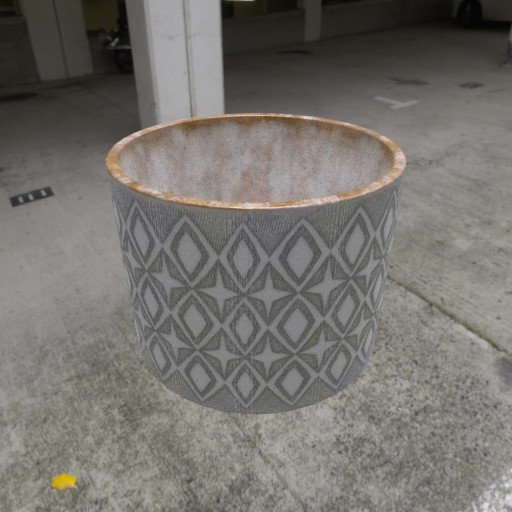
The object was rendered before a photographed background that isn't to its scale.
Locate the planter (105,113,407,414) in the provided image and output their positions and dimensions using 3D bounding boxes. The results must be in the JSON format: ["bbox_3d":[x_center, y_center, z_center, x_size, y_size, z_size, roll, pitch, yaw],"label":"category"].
[{"bbox_3d":[0.000,0.000,0.446,0.255,0.223,0.255,0,31,0],"label":"planter"}]
